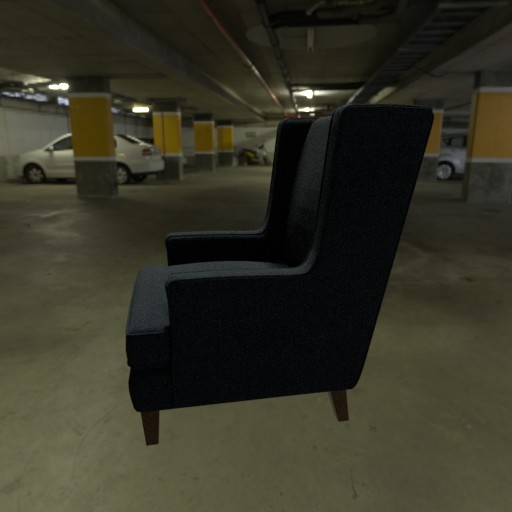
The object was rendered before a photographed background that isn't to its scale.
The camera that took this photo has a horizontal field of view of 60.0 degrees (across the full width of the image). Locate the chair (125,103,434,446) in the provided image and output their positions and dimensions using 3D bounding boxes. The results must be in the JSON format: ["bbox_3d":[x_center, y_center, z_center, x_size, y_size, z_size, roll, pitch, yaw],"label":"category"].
[{"bbox_3d":[0.000,0.000,1.719,0.947,1.072,0.764,-3,14,-11],"label":"chair"}]
